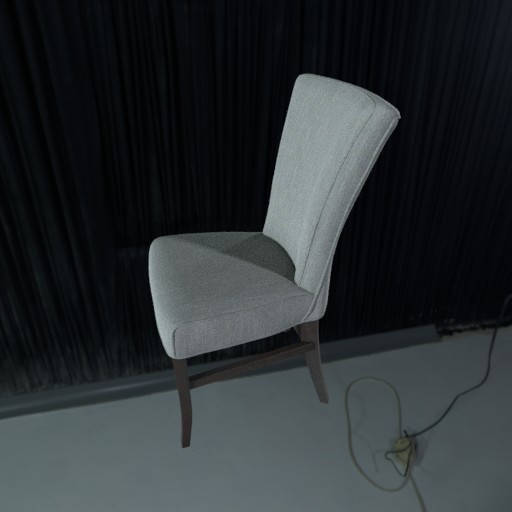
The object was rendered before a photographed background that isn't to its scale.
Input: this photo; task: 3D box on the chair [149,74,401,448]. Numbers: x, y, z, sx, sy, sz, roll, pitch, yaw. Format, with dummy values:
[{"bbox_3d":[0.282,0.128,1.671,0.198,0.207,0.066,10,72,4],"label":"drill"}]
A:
[{"bbox_3d":[0.000,0.000,1.388,0.660,0.991,0.520,-8,31,-14],"label":"chair"}]
